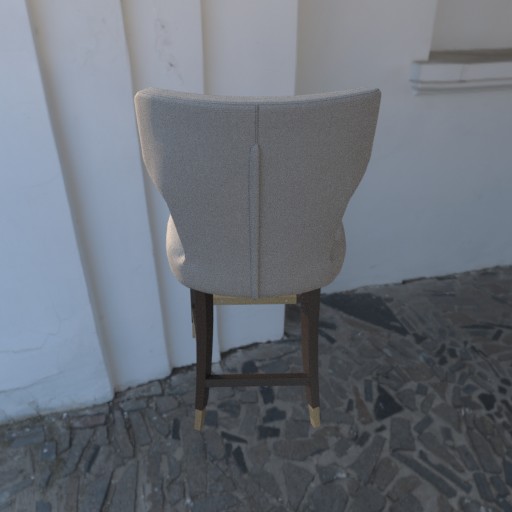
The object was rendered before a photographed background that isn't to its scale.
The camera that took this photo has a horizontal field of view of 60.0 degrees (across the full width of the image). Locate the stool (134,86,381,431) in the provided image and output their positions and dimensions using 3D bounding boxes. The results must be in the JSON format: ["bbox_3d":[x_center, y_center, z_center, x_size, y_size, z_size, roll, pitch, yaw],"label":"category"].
[{"bbox_3d":[0.000,0.000,1.305,0.527,0.982,0.563,-1,29,-1],"label":"stool"}]
